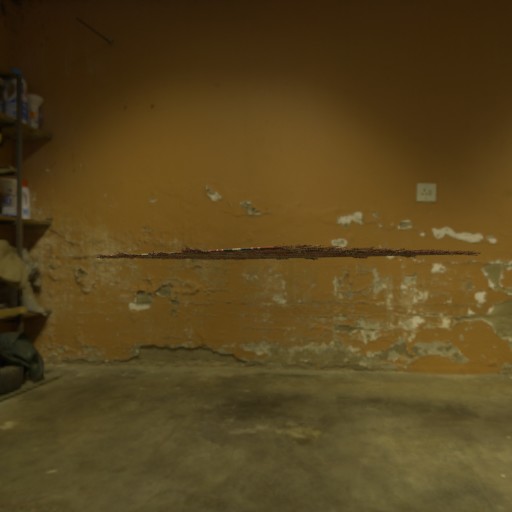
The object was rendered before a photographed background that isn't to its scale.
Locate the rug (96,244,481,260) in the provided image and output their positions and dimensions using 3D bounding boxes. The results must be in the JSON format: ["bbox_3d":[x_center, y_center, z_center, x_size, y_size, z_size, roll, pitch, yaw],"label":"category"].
[{"bbox_3d":[0.000,0.000,3.106,1.778,0.048,2.450,1,-2,-36],"label":"rug"}]
